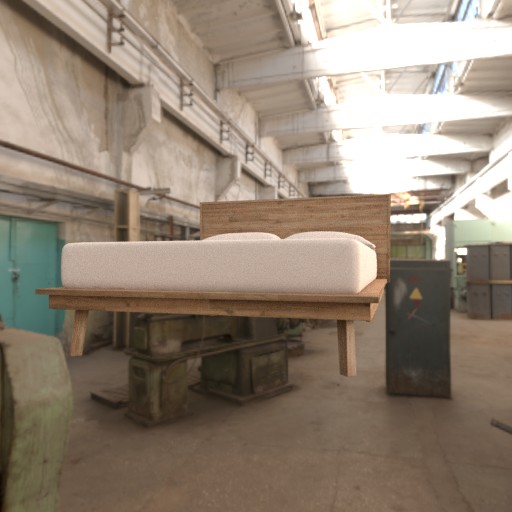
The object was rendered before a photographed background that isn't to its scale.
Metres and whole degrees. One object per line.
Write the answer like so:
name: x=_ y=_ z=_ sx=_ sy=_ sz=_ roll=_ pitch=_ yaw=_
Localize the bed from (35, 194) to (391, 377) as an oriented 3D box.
bed: x=0.000 y=0.000 z=3.033 sx=1.759 sy=1.071 sz=2.145 roll=0 pitch=-1 yaw=17
